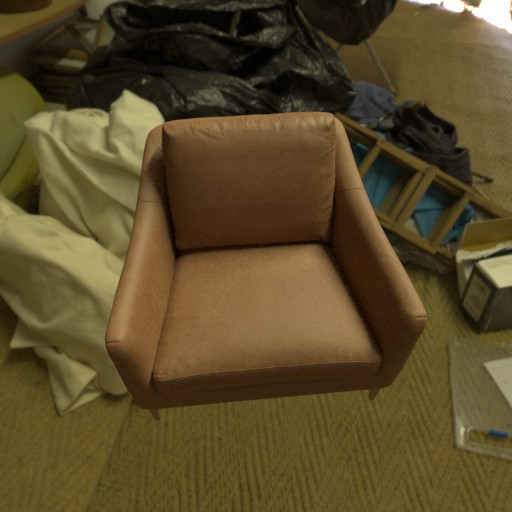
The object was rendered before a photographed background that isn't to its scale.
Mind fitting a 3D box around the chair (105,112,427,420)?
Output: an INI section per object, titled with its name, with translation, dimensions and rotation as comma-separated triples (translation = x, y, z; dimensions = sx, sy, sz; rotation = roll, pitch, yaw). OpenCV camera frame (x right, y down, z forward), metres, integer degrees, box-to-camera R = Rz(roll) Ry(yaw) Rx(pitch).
[chair]
translation = 0.000, 0.000, 1.746
dimensions = 0.988, 0.895, 0.963
rotation = -4, 46, -4
